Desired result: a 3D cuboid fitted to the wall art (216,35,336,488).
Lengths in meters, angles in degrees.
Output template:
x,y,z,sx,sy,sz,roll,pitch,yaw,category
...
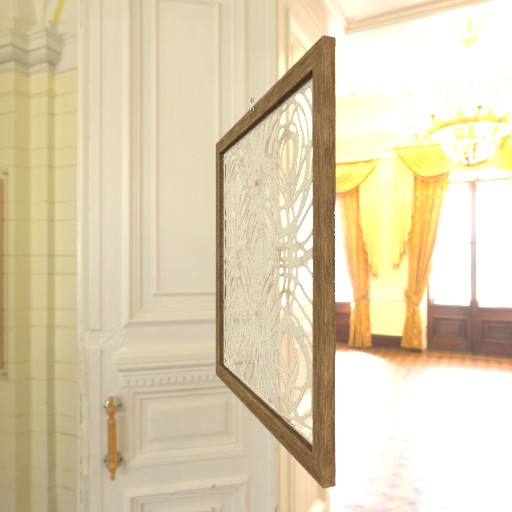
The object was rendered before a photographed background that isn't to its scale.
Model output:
x,y,z,sx,sy,sz,roll,pitch,yaw,category
0.000,0.000,0.815,0.021,0.576,0.561,0,0,-19,wall art
